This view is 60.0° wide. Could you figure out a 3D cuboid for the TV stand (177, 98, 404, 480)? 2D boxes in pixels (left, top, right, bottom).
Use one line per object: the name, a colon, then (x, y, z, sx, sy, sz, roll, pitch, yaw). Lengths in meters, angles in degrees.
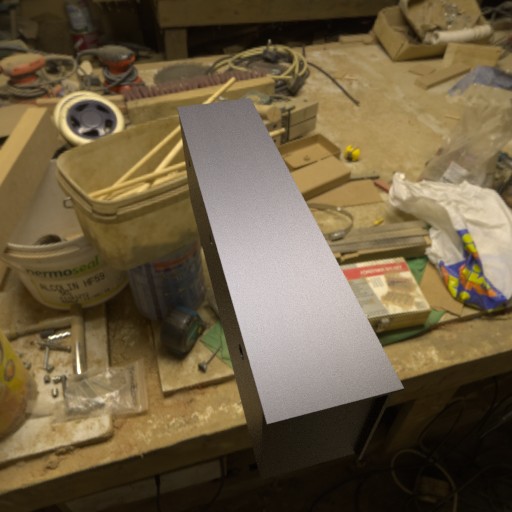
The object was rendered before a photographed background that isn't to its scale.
TV stand: (0.000, 0.000, 2.040, 0.406, 0.610, 1.778, -11, 48, -10)
